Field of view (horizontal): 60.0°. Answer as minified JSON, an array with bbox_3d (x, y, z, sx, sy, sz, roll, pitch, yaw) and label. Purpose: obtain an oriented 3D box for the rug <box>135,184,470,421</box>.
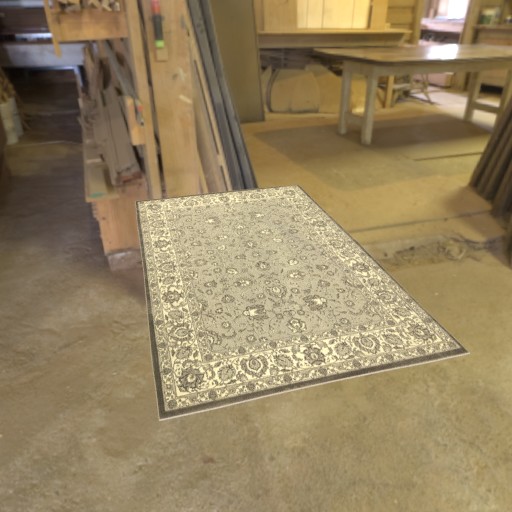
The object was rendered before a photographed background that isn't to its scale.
[{"bbox_3d":[0.000,0.000,3.030,1.524,0.011,2.438,-8,31,-13],"label":"rug"}]
